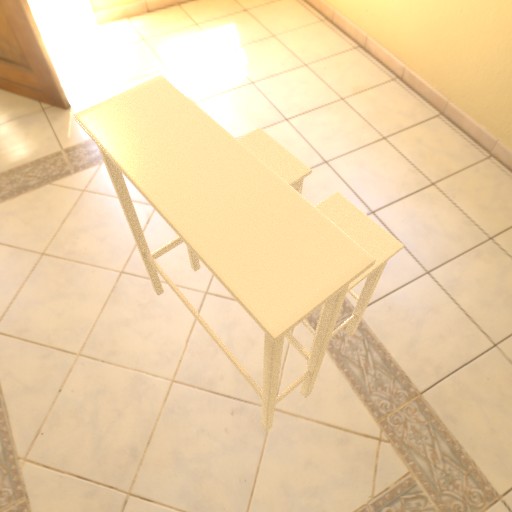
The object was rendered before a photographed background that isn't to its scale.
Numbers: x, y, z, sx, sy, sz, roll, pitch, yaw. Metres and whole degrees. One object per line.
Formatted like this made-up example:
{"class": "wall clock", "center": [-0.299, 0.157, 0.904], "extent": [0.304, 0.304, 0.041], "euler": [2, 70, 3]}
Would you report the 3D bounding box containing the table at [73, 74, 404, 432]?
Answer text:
{"class": "table", "center": [0.000, 0.000, 1.669], "extent": [0.650, 1.065, 0.915], "euler": [-34, 63, -20]}
